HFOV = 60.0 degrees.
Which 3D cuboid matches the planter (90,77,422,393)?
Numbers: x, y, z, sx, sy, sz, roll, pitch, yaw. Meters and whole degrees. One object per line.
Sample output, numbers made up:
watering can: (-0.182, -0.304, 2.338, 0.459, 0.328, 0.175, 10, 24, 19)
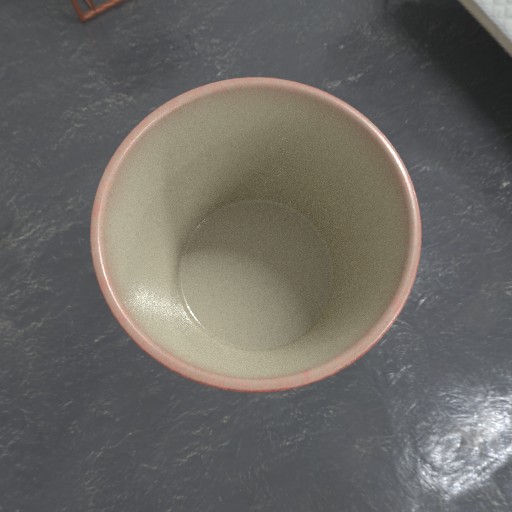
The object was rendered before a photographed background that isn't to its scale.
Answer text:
planter: (0.000, 0.000, 0.478, 0.273, 0.237, 0.273, 0, 75, 0)
